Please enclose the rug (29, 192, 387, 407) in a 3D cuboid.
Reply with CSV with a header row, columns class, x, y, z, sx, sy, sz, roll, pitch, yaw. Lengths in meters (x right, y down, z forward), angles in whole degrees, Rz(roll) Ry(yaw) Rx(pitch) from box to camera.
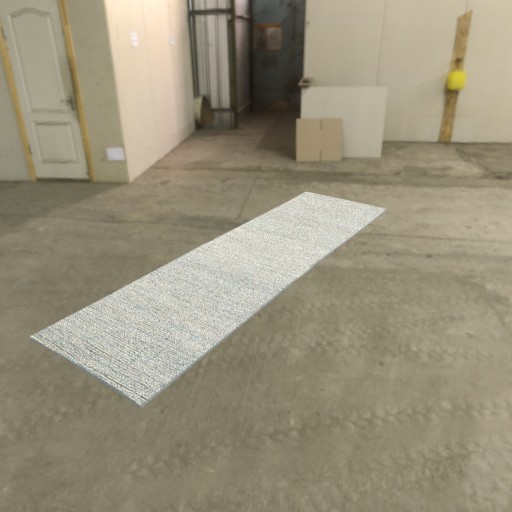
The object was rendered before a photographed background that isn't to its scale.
class,x,y,z,sx,sy,sz,roll,pitch,yaw
rug,0.000,0.000,2.538,0.675,0.037,2.341,18,32,31
